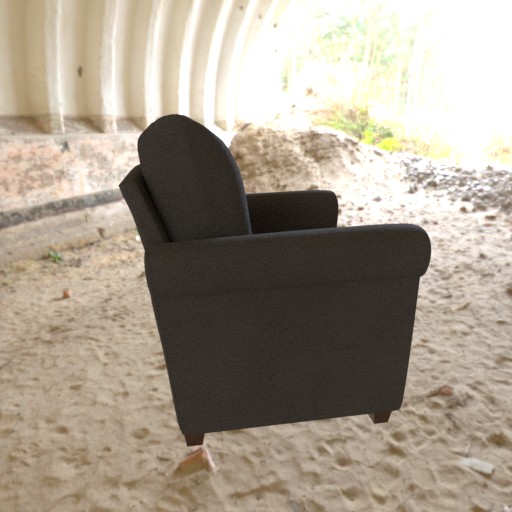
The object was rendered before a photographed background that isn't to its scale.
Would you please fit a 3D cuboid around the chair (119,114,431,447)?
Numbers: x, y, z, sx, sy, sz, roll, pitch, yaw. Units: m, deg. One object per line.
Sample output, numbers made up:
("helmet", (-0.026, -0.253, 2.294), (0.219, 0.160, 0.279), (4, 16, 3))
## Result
("chair", (0.000, 0.000, 1.570), (0.828, 0.942, 0.867), (-3, 16, -10))
